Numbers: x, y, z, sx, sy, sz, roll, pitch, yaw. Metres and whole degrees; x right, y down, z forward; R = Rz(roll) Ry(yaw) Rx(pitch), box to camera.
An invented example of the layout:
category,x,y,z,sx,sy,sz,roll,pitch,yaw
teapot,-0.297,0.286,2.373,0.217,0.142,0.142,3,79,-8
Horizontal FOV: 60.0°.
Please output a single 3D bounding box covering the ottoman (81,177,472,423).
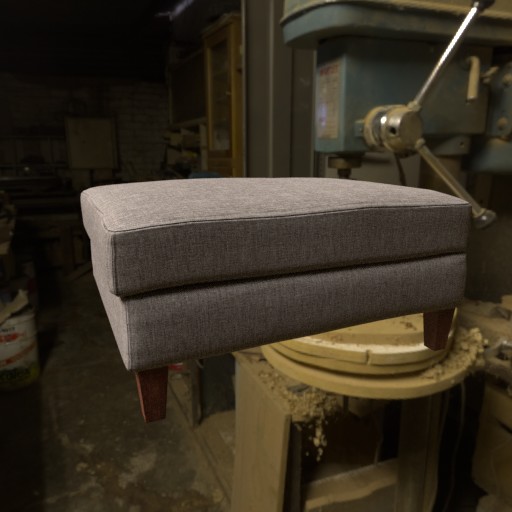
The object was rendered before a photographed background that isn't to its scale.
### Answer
category,x,y,z,sx,sy,sz,roll,pitch,yaw
ottoman,0.000,0.000,1.432,0.994,0.492,0.839,-6,16,-24
